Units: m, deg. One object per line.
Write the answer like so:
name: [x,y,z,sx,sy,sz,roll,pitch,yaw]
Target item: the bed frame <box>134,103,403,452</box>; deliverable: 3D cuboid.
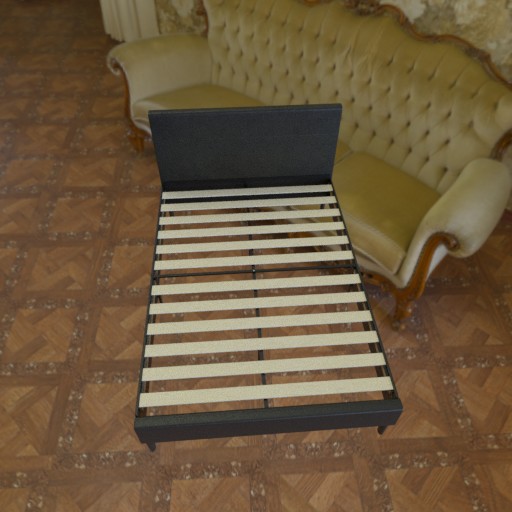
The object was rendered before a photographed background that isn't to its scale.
bed frame: [0.000,0.000,3.016,1.469,1.046,2.152,-3,47,-3]
